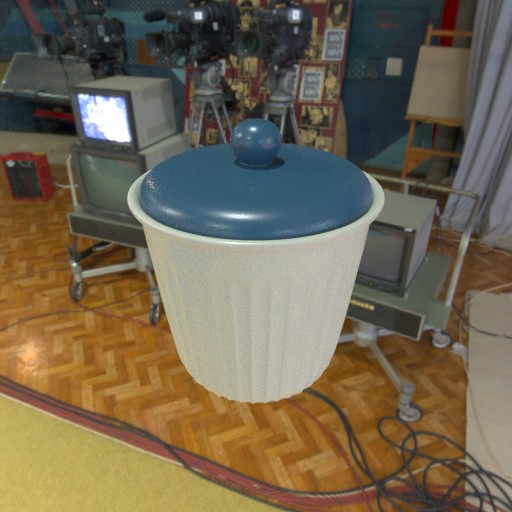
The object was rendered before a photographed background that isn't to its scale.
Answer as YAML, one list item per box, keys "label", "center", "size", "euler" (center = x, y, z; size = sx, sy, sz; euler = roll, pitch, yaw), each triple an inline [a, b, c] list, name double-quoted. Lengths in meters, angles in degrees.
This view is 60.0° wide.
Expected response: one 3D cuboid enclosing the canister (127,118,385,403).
- label: "canister"
  center: [0.000, 0.000, 0.350]
  size: [0.181, 0.211, 0.181]
  euler: [0, 30, 0]
